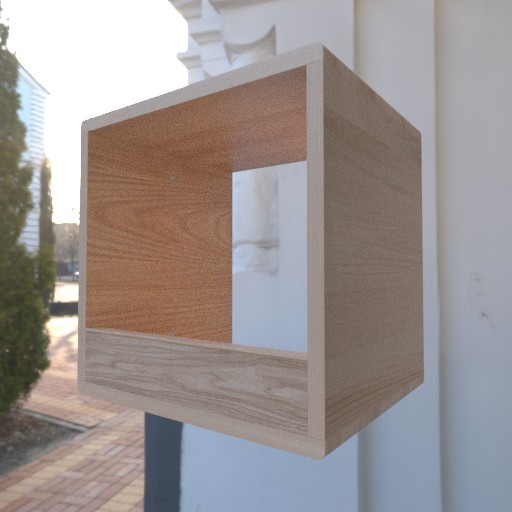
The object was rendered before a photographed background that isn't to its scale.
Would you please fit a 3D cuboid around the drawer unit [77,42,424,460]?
[{"bbox_3d":[0.000,0.000,0.578,0.344,0.344,0.290,-1,-2,36],"label":"drawer unit"}]
